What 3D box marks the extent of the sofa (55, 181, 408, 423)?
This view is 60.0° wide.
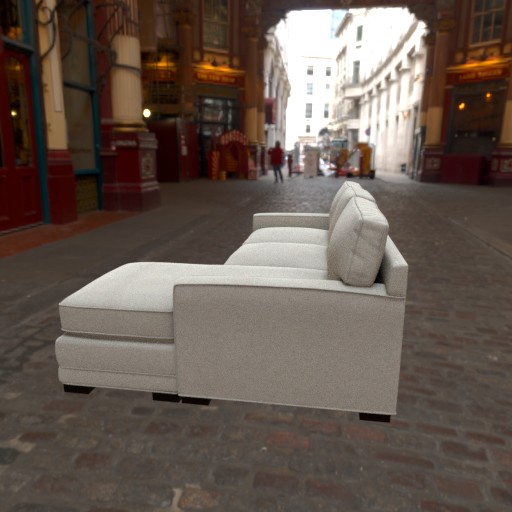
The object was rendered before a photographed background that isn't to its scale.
[{"bbox_3d":[0.000,0.000,2.812,1.496,0.861,2.087,2,14,9],"label":"sofa"}]
